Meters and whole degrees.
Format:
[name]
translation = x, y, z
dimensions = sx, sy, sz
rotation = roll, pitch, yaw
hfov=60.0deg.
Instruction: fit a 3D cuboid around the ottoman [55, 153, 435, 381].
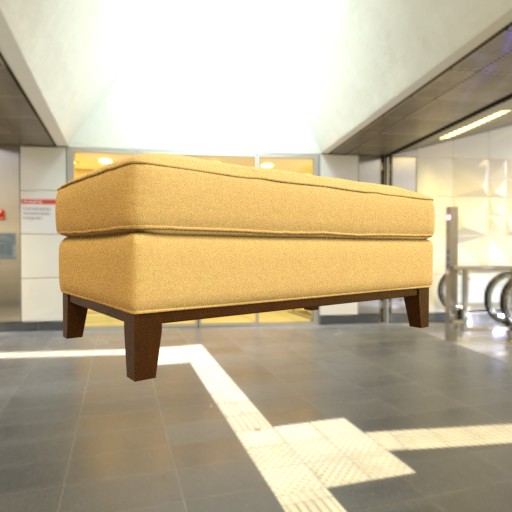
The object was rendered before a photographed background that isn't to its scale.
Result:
[ottoman]
translation = 0.000, 0.000, 1.487
dimensions = 1.143, 0.508, 0.648
rotation = -1, 1, -37
